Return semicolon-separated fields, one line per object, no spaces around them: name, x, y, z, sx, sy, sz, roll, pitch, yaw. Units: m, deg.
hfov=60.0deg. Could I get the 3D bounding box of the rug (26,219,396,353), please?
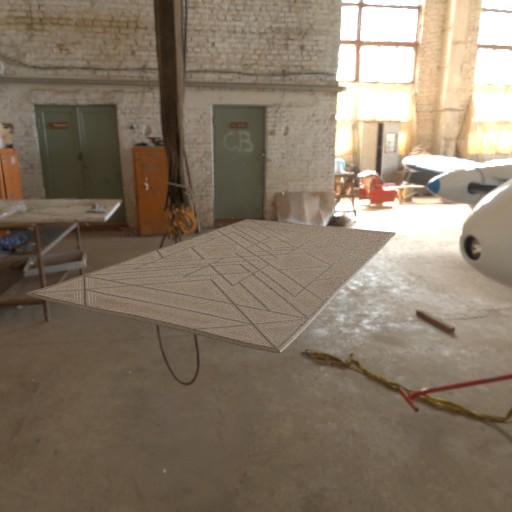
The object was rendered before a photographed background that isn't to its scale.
rug;0.000;0.000;1.075;0.511;0.008;0.869;8;17;26
